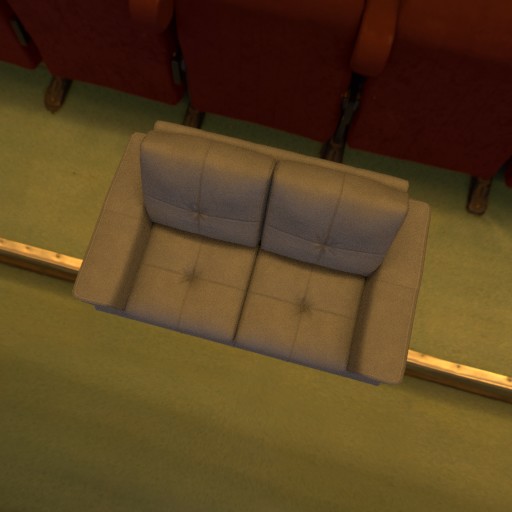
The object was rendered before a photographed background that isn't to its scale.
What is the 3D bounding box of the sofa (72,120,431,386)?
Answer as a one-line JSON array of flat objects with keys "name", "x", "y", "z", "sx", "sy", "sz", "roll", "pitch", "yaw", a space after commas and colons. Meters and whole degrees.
[{"name": "sofa", "x": 0.000, "y": 0.000, "z": 2.472, "sx": 1.806, "sy": 0.907, "sz": 1.018, "roll": 14, "pitch": 77, "yaw": 3}]
